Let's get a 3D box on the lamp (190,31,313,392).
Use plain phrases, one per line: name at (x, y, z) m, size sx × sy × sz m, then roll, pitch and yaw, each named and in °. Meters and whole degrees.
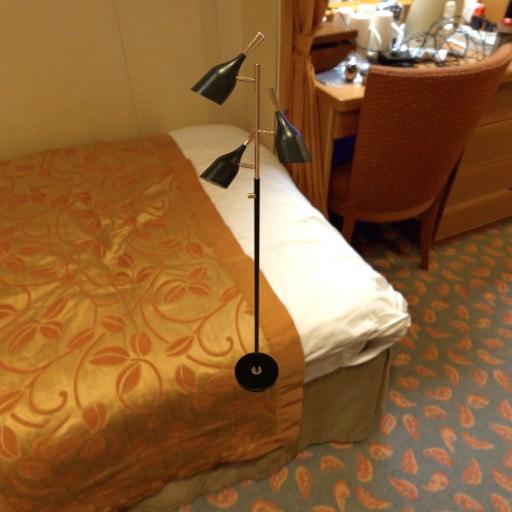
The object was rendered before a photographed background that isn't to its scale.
lamp at (0.000, 0.000, 1.944) m, size 0.434 × 1.778 × 0.253 m, roll 12°, pitch 43°, yaw 14°
